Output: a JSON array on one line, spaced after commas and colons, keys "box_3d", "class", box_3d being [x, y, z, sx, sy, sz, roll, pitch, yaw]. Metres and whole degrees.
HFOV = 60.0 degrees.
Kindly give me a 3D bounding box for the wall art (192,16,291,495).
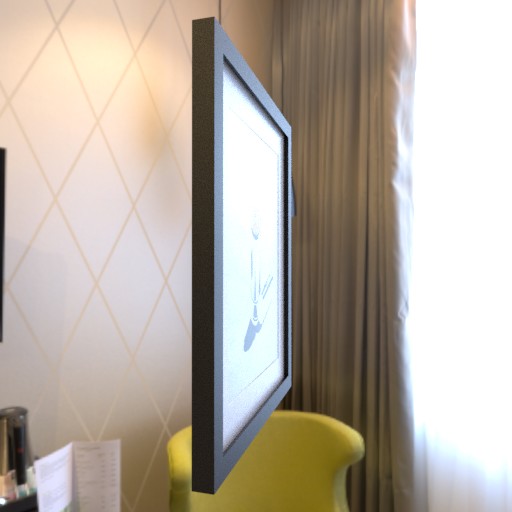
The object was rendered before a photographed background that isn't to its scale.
[{"box_3d": [0.000, 0.000, 0.741, 0.029, 0.559, 0.457, 0, 0, 16], "class": "wall art"}]
